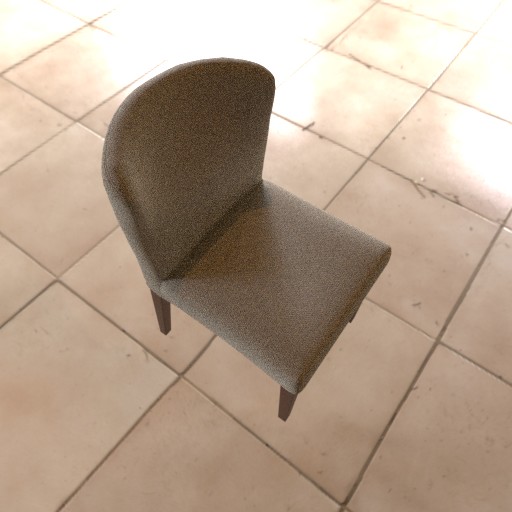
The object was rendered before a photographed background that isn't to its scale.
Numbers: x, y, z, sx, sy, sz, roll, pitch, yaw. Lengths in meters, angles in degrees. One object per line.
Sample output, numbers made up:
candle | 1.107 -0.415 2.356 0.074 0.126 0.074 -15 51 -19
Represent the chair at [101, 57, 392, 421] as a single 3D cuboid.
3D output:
chair | 0.000 0.000 1.189 0.589 0.839 0.491 31 62 19
